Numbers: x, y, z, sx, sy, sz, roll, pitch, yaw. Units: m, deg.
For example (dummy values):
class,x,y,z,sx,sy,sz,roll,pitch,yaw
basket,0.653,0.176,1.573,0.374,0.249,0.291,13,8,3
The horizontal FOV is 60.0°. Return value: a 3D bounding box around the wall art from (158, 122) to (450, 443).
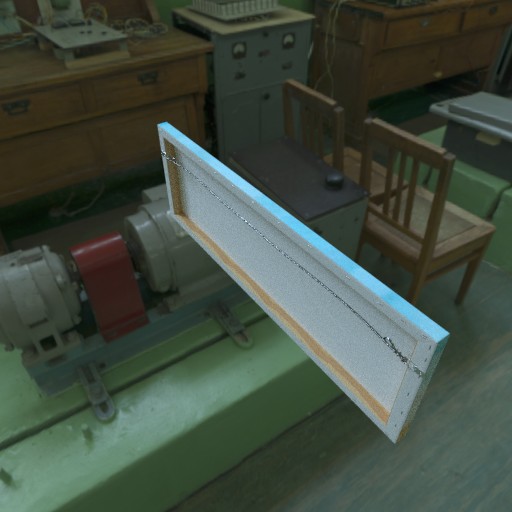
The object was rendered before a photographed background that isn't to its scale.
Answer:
class,x,y,z,sx,sy,sz,roll,pitch,yaw
wall art,0.000,0.000,0.847,0.044,0.254,0.759,-25,47,-26
